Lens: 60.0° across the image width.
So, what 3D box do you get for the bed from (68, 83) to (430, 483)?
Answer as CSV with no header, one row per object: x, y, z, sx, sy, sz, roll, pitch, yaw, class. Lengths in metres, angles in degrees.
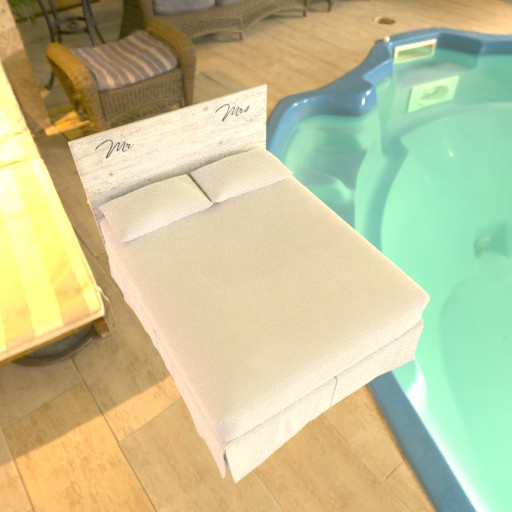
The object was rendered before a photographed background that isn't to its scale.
0.000,0.000,3.184,1.745,1.335,2.094,-25,51,-22,bed
